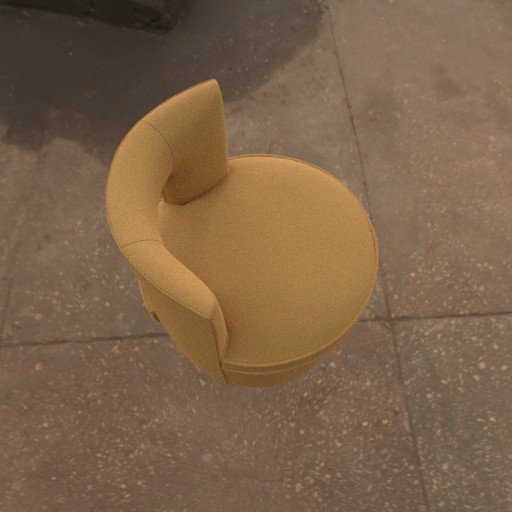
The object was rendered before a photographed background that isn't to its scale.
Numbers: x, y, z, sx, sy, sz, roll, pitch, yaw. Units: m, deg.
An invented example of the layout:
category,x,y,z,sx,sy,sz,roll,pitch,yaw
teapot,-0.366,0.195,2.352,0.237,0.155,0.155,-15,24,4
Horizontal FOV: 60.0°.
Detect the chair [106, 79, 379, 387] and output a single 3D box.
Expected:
category,x,y,z,sx,sy,sz,roll,pitch,yaw
chair,0.000,0.000,1.248,0.665,0.723,0.650,-1,63,-1
